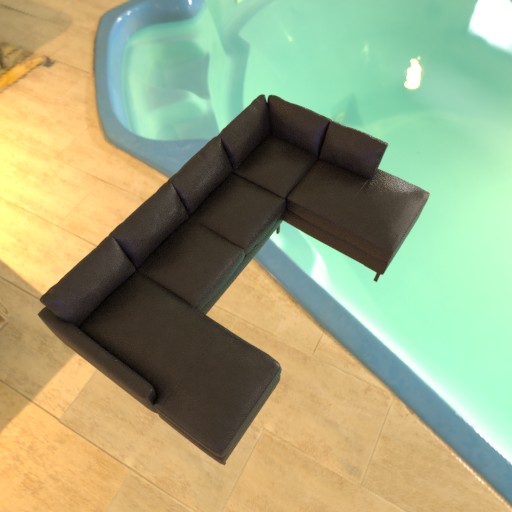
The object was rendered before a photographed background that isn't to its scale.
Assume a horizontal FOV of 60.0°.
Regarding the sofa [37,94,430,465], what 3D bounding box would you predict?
[{"bbox_3d":[0.000,0.000,3.808,1.939,0.900,2.956,30,62,18],"label":"sofa"}]
